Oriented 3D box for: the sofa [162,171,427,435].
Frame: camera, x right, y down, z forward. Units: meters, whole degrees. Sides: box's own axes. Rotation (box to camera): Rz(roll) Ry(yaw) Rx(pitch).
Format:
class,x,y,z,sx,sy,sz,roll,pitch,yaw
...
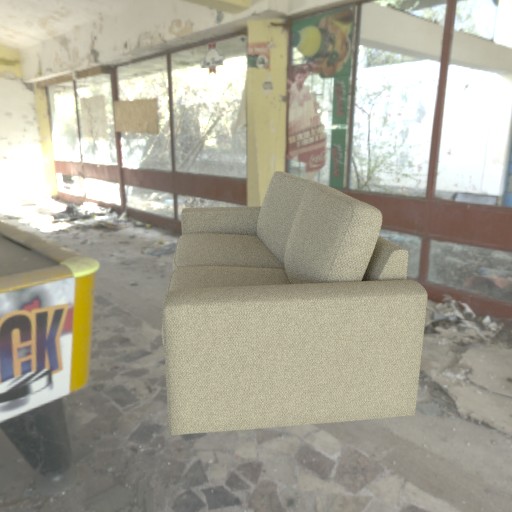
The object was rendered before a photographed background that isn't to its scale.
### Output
class,x,y,z,sx,sy,sz,roll,pitch,yaw
sofa,0.000,0.000,2.654,1.016,0.873,2.179,-2,15,-7
